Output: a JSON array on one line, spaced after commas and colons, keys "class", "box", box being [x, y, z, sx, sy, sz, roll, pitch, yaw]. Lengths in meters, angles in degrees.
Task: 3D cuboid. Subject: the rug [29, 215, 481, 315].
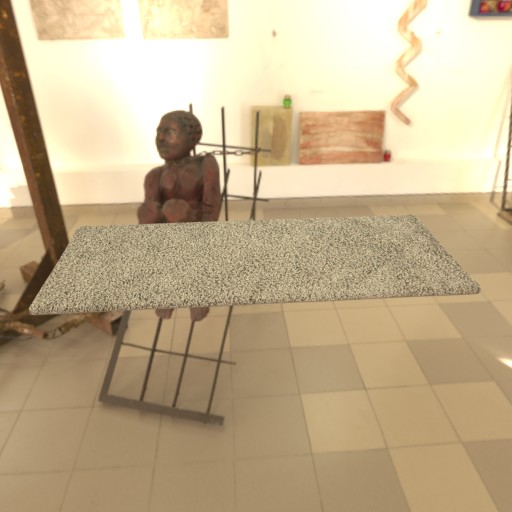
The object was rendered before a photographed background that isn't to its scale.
[{"class": "rug", "box": [0.000, 0.000, 1.744, 1.524, 0.030, 0.609, -2, 30, -4]}]
